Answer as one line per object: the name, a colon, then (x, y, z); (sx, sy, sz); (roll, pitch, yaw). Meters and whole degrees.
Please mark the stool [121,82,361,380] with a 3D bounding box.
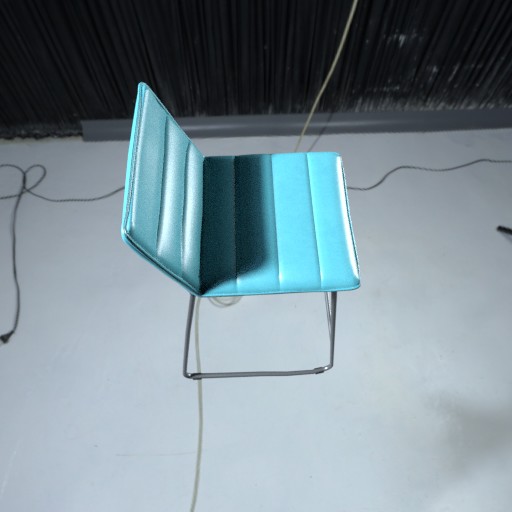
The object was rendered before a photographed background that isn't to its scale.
stool: (0.000, 0.000, 1.268); (0.524, 0.936, 0.489); (-2, 63, -1)
